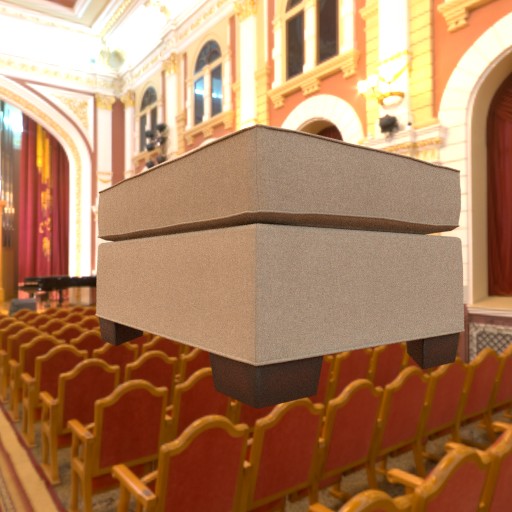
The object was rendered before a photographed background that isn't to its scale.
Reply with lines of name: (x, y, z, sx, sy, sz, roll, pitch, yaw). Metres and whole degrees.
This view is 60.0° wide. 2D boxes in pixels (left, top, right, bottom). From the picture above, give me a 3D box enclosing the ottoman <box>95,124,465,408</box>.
ottoman: (0.000, 0.000, 1.199, 0.617, 0.503, 0.846, 1, -1, -36)
